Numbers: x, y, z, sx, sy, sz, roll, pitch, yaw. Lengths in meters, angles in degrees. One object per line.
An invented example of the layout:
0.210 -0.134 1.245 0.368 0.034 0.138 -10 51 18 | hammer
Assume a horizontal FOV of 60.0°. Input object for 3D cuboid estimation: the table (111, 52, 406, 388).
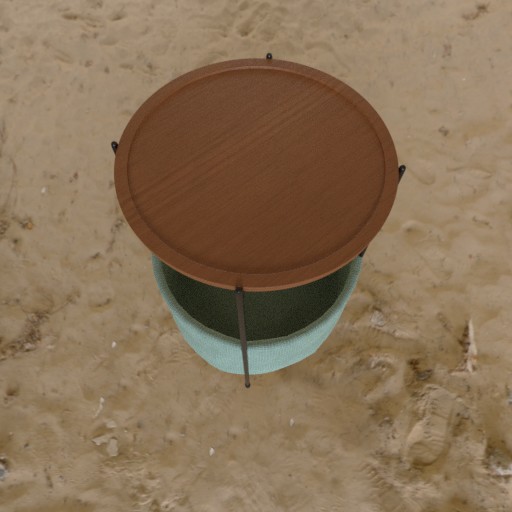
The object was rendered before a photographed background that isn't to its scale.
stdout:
0.000 0.000 0.882 0.400 0.623 0.400 -36 69 -16 | table
